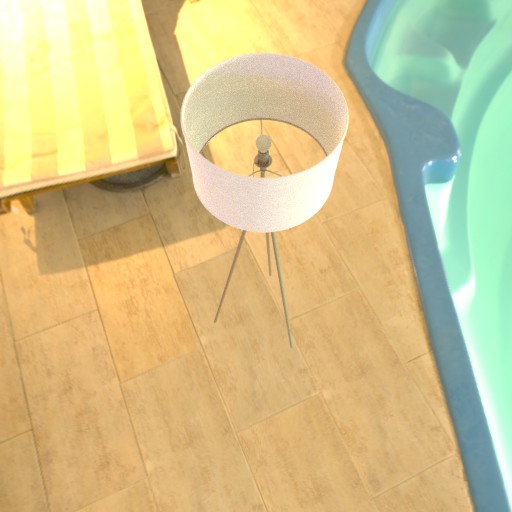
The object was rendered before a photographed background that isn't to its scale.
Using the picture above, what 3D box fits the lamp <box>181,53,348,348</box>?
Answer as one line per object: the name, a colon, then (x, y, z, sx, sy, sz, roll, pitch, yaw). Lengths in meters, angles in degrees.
lamp: (0.000, 0.000, 1.764, 0.458, 1.545, 0.448, -16, 65, -8)
